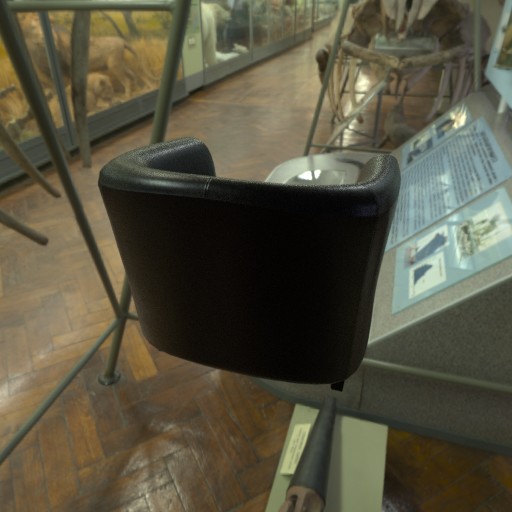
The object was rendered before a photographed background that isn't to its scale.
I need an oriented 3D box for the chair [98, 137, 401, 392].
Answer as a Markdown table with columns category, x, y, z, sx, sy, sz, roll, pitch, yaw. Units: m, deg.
| category | x | y | z | sx | sy | sz | roll | pitch | yaw |
| --- | --- | --- | --- | --- | --- | --- | --- | --- | --- |
| chair | 0.000 | 0.000 | 1.399 | 0.793 | 0.756 | 0.727 | 9 | 32 | 14 |
